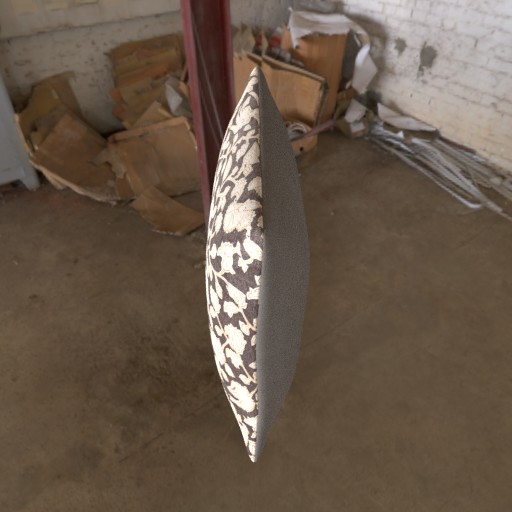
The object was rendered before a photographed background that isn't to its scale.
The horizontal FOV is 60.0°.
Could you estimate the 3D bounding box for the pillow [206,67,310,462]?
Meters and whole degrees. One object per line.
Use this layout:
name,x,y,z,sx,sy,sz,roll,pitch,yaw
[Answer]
pillow,0.000,0.000,0.810,0.166,0.507,0.526,0,41,0
